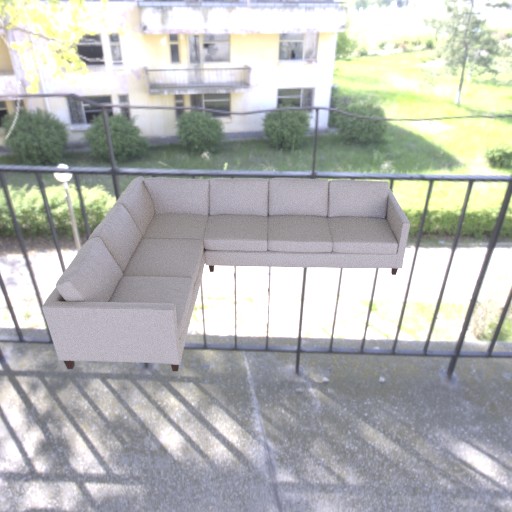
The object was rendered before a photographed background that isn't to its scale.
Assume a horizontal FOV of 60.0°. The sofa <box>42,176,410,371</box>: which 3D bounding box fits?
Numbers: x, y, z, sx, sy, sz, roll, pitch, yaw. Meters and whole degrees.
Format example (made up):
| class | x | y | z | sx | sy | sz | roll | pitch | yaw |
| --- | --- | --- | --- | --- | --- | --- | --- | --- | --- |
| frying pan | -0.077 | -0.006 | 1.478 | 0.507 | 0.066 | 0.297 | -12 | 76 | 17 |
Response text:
| class | x | y | z | sx | sy | sz | roll | pitch | yaw |
| --- | --- | --- | --- | --- | --- | --- | --- | --- | --- |
| sofa | 0.000 | 0.000 | 4.460 | 3.182 | 0.863 | 2.432 | 1 | 31 | 1 |
